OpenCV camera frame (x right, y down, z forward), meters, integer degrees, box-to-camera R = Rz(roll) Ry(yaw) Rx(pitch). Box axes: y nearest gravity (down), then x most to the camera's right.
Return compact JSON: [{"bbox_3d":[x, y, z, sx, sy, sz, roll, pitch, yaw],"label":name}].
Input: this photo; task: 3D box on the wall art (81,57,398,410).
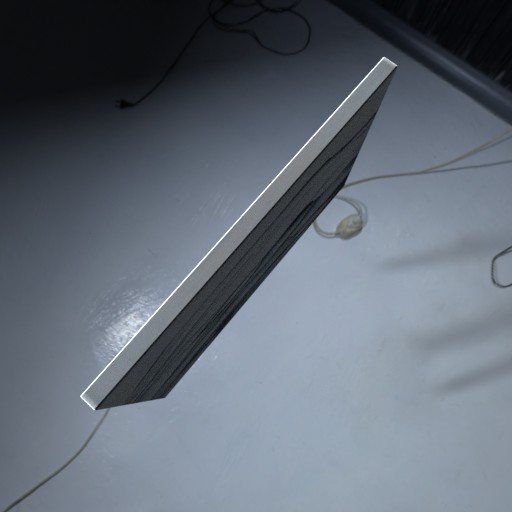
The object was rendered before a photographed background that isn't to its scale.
[{"bbox_3d":[0.000,0.000,1.154,0.039,0.609,0.914,39,78,10],"label":"wall art"}]
